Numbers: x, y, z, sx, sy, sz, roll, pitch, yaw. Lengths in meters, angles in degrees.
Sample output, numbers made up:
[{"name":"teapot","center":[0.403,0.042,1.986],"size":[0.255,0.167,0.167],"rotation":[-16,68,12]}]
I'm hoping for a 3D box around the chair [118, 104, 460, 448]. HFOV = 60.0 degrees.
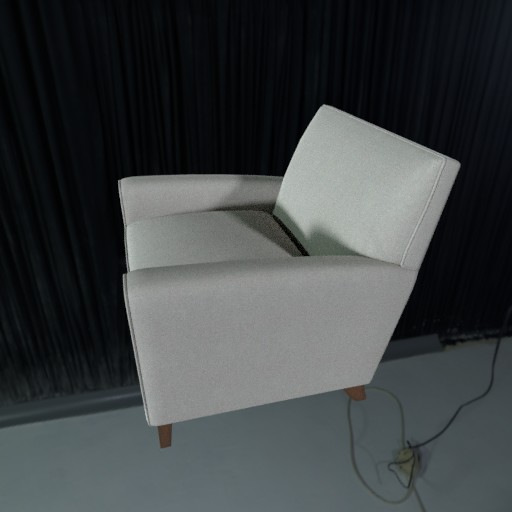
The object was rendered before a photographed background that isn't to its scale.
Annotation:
[{"name":"chair","center":[0.000,0.000,1.539],"size":[0.871,0.846,0.840],"rotation":[-8,30,-14]}]
